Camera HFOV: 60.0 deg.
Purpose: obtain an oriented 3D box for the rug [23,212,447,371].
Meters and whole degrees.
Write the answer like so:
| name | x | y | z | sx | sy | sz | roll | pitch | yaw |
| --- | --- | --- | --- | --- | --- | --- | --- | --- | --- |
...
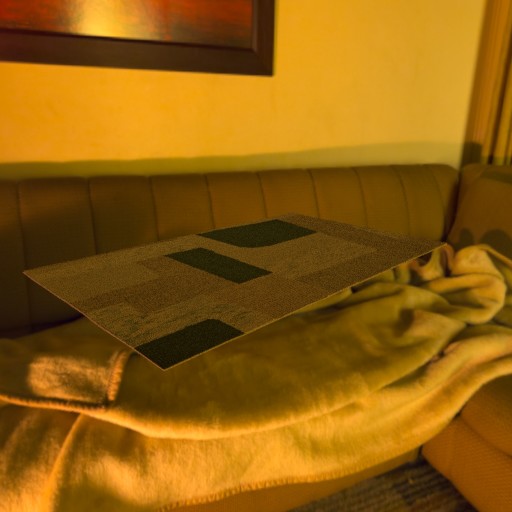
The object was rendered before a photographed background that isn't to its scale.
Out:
| name | x | y | z | sx | sy | sz | roll | pitch | yaw |
| --- | --- | --- | --- | --- | --- | --- | --- | --- | --- |
| rug | 0.000 | 0.000 | 2.948 | 2.436 | 0.015 | 1.521 | -16 | 24 | -42 |
